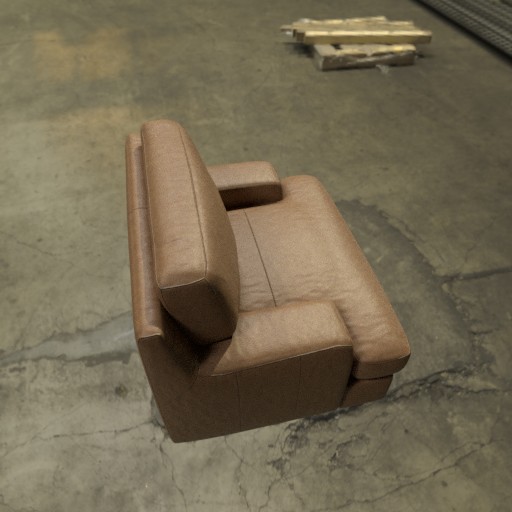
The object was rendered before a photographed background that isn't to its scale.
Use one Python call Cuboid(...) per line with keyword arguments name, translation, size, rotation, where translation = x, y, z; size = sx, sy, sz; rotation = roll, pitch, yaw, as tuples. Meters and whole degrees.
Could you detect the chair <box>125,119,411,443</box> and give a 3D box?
Cuboid(name="chair", translation=(0.000, 0.000, 2.046), size=(1.050, 0.978, 1.276), rotation=(-9, 46, -9))
